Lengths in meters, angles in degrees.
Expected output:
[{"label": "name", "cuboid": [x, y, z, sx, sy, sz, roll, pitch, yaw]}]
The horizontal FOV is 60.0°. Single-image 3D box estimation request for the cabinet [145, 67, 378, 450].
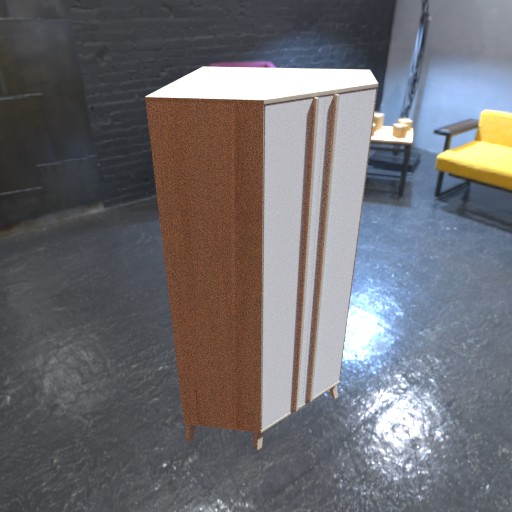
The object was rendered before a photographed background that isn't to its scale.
[{"label": "cabinet", "cuboid": [0.000, 0.000, 2.590, 1.272, 1.957, 0.969, -21, 36, -31]}]
